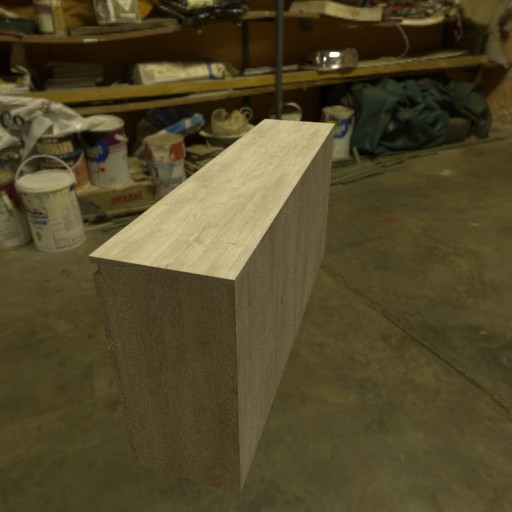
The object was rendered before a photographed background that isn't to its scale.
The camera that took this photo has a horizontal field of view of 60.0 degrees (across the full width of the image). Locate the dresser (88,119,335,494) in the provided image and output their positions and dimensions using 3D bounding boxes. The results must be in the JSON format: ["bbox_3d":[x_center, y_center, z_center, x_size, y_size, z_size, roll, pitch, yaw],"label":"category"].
[{"bbox_3d":[0.000,0.000,1.899,0.390,0.795,1.590,8,30,14],"label":"dresser"}]
